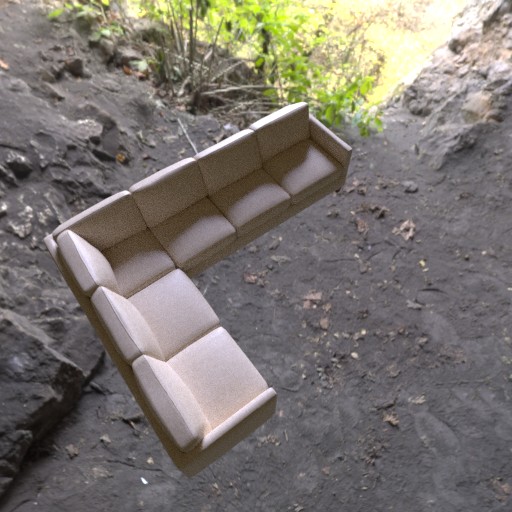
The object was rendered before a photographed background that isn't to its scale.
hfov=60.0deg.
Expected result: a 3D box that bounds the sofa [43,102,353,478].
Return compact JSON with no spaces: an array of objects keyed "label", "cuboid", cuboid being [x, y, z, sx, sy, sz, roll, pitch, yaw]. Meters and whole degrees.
[{"label":"sofa","cuboid":[0.000,0.000,4.465,3.302,0.947,2.593,-32,63,-19]}]
